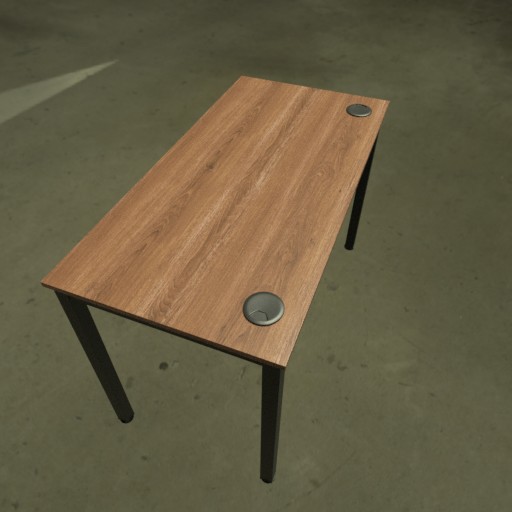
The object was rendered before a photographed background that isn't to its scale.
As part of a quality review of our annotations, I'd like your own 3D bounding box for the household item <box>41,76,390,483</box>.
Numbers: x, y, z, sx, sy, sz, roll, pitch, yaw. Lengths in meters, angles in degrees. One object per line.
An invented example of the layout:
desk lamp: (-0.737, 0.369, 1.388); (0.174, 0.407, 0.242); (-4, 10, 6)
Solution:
household item: (0.000, 0.000, 1.603); (0.600, 0.750, 1.200); (16, 48, 15)
